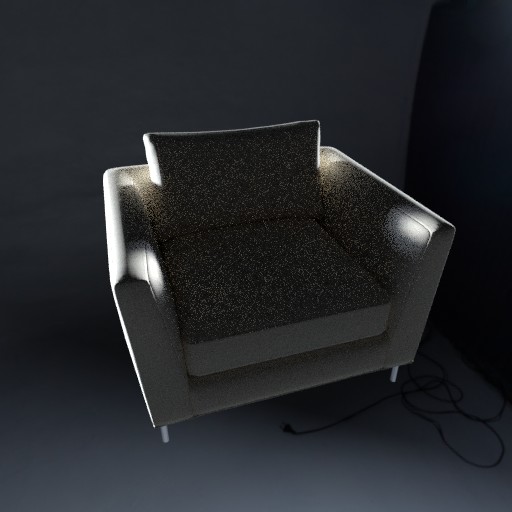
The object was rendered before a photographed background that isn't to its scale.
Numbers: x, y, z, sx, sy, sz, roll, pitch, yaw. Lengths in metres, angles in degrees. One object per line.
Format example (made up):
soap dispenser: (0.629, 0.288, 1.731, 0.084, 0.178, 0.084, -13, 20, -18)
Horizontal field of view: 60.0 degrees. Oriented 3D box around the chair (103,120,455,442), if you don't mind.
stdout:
chair: (0.000, 0.000, 1.716, 1.041, 0.865, 0.889, -9, 32, -15)
